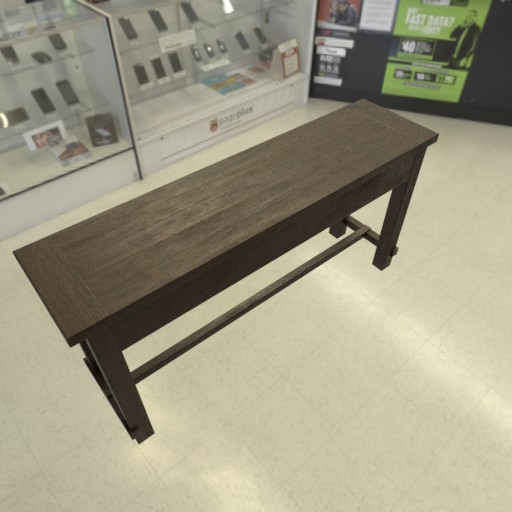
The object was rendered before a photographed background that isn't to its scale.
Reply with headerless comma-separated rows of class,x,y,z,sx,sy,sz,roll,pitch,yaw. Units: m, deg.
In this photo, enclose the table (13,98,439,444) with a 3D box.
table,0.000,0.000,1.864,1.599,0.762,0.442,-30,52,-26
